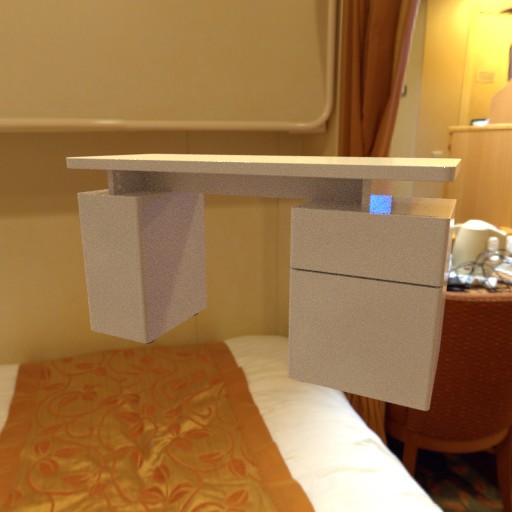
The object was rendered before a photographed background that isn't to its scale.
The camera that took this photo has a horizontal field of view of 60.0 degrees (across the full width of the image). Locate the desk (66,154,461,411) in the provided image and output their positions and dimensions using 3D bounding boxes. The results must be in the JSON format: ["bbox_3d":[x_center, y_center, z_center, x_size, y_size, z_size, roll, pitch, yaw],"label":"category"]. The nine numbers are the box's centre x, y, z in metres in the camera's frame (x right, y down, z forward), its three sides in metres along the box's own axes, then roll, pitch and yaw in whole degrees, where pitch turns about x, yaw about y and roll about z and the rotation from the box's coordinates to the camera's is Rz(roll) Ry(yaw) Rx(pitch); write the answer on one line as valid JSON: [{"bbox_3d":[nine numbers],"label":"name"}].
[{"bbox_3d":[0.000,0.000,1.766,1.400,0.762,0.550,7,16,25],"label":"desk"}]
